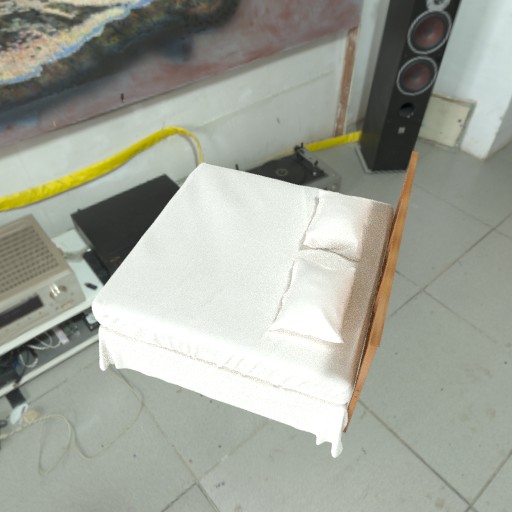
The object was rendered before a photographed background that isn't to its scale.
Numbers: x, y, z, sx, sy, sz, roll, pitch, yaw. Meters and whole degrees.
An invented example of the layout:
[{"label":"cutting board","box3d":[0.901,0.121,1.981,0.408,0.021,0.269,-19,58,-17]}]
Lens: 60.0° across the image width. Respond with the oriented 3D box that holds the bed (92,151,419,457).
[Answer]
[{"label":"bed","box3d":[0.000,0.000,3.764,2.215,1.270,2.317,15,48,14]}]
